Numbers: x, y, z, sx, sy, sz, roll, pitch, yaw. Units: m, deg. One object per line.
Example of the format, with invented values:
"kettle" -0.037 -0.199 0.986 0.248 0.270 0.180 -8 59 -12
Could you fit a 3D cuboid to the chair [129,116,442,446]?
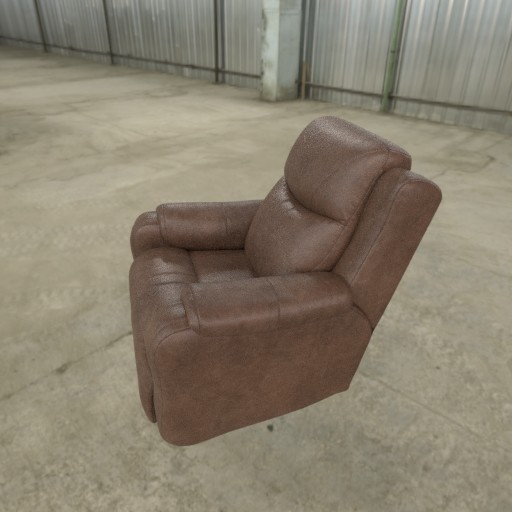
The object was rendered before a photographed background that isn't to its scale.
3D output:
"chair" 0.000 0.000 1.810 1.067 0.990 0.940 -9 31 -15
